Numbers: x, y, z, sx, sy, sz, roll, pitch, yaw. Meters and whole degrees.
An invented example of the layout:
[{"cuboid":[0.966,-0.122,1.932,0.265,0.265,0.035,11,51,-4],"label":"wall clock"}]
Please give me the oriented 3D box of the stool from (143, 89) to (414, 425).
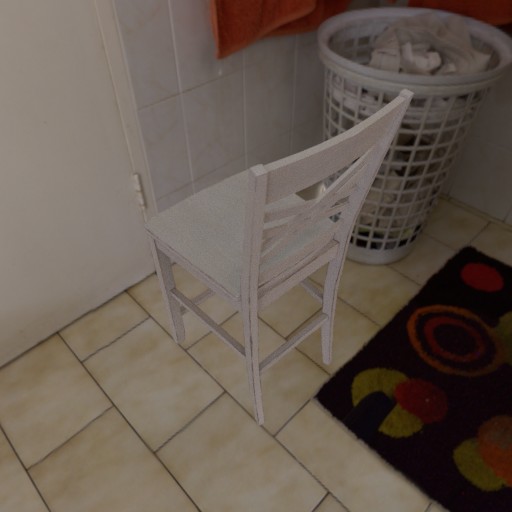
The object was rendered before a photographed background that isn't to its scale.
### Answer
[{"cuboid":[0.000,0.000,1.362,0.462,1.079,0.539,-33,54,-28],"label":"stool"}]
